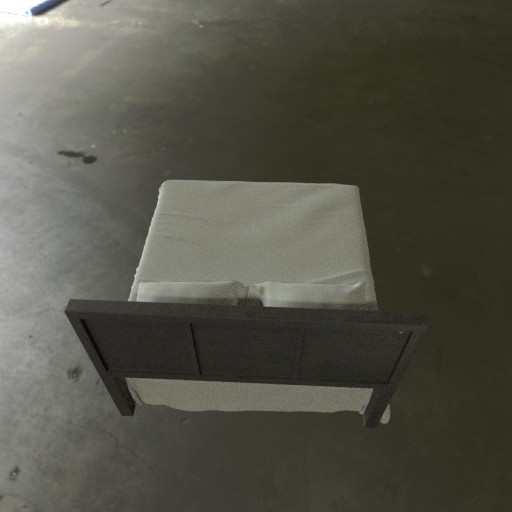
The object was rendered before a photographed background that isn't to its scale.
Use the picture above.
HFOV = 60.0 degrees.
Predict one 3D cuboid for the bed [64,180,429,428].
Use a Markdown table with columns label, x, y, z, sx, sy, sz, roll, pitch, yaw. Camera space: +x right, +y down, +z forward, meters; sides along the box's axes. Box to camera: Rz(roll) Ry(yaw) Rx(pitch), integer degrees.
| label | x | y | z | sx | sy | sz | roll | pitch | yaw |
| --- | --- | --- | --- | --- | --- | --- | --- | --- | --- |
| bed | 0.000 | 0.000 | 2.962 | 1.772 | 1.142 | 1.785 | 2 | 48 | 2 |
